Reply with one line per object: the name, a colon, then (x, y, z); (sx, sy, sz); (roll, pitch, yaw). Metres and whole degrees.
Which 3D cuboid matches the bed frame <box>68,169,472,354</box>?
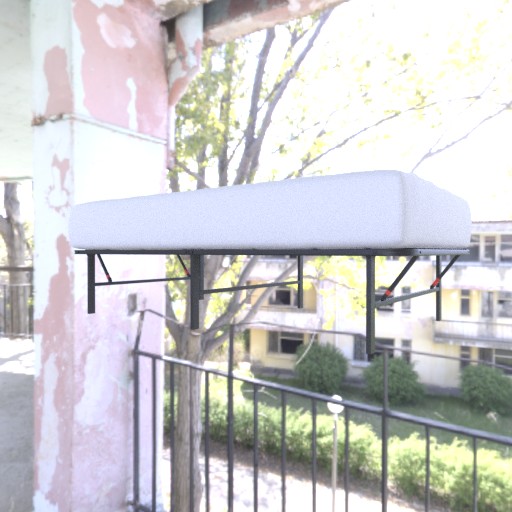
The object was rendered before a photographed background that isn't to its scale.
bed frame: (0.000, 0.000, 2.330); (1.908, 0.640, 1.025); (0, 1, 36)
